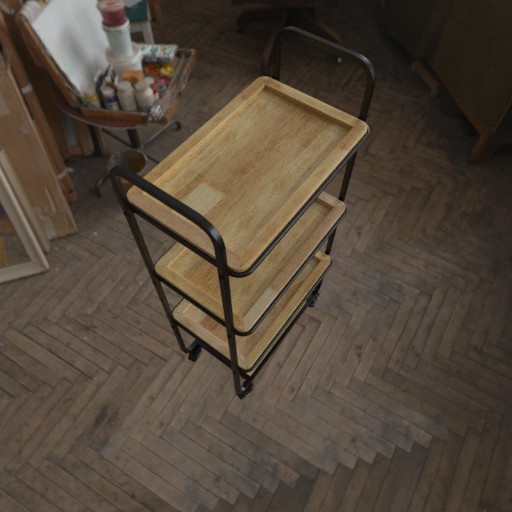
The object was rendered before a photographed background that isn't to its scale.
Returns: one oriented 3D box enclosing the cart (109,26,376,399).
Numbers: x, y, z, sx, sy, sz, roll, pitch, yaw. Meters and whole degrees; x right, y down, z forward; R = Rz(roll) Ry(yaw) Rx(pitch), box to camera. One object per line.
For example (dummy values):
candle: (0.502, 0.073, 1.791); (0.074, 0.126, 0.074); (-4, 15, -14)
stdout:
cart: (0.000, 0.000, 1.289); (0.321, 1.080, 0.545); (32, 64, 18)
